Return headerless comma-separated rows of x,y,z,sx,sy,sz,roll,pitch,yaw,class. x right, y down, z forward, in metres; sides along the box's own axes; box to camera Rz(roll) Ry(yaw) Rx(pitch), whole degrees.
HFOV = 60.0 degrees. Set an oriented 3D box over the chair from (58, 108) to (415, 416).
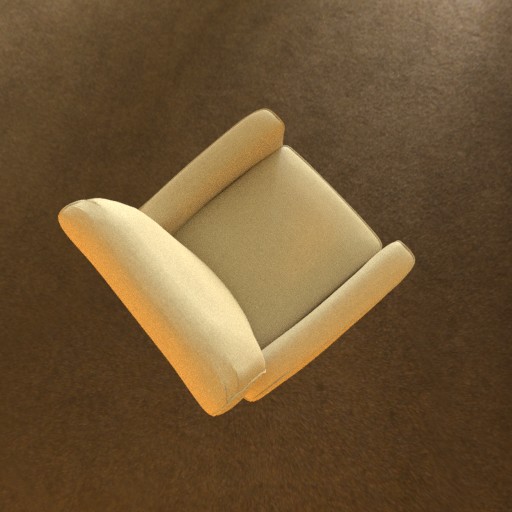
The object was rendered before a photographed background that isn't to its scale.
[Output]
0.000,0.000,1.646,0.858,1.023,0.841,-40,79,-10,chair
